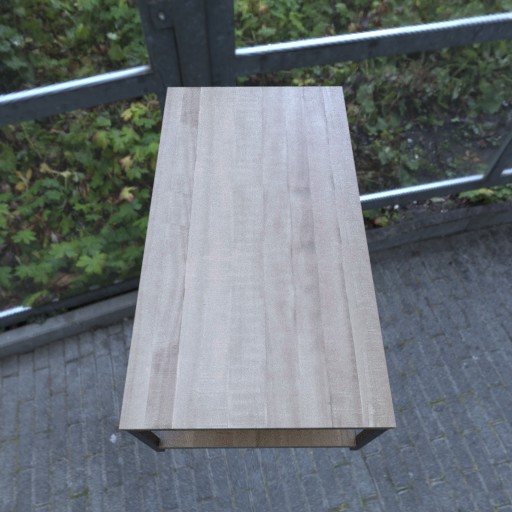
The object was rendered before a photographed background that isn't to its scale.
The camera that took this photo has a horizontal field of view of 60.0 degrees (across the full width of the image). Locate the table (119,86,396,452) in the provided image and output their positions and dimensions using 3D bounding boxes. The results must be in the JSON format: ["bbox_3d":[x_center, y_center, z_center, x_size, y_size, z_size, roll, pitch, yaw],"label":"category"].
[{"bbox_3d":[0.000,0.000,1.356,0.574,0.393,1.062,0,59,0],"label":"table"}]
